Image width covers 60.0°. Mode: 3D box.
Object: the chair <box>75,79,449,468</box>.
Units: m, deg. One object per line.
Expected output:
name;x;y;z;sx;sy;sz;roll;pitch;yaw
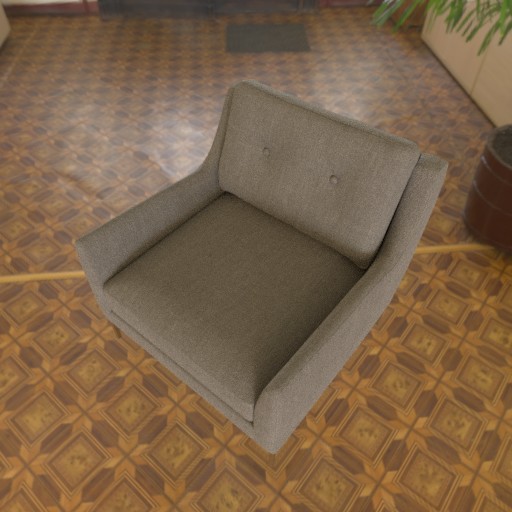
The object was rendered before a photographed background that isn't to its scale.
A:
chair;0.000;0.000;1.526;0.847;0.828;0.849;31;55;25
